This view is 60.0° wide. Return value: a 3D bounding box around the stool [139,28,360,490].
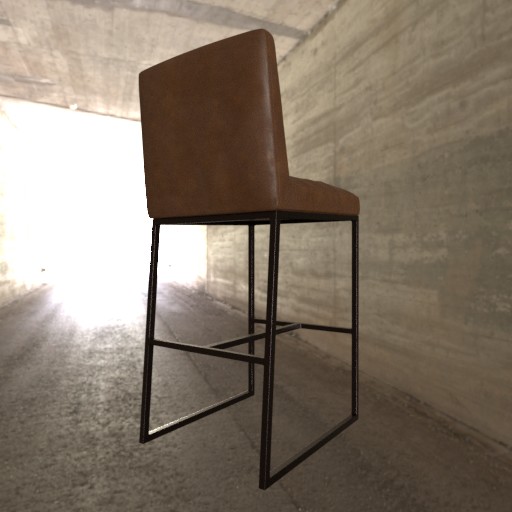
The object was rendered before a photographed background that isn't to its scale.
[{"bbox_3d":[0.000,0.000,1.352,0.463,1.065,0.562,0,0,36],"label":"stool"}]
